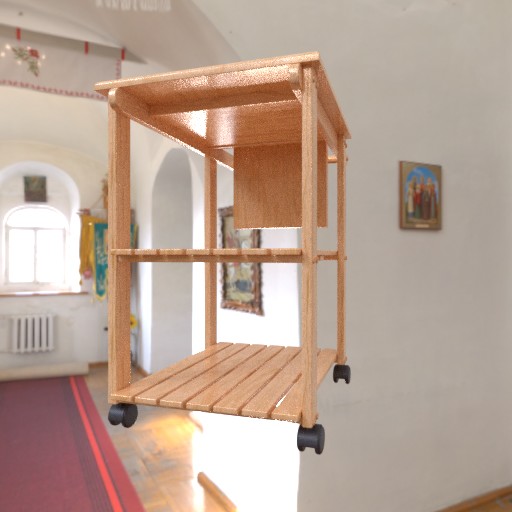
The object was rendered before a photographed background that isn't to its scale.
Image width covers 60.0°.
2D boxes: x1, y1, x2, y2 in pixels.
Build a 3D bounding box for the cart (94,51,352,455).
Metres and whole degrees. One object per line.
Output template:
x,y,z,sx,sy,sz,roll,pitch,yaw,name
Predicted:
0.000,0.000,1.325,0.520,0.816,0.843,0,0,18,cart
